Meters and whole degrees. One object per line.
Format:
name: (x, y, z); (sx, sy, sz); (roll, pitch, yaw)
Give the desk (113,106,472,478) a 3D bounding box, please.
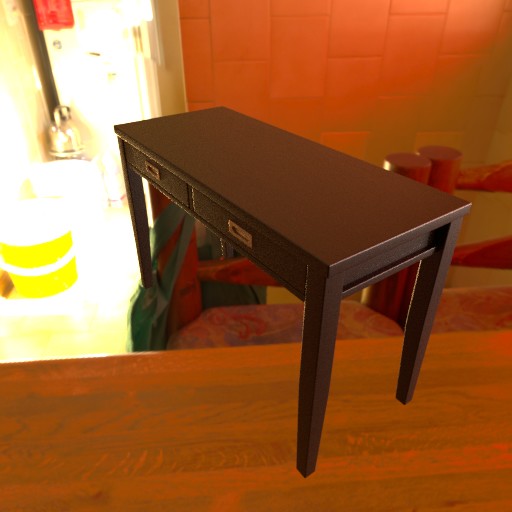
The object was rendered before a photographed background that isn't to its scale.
desk: (0.000, 0.000, 1.650); (0.508, 0.775, 1.220); (-21, 38, -29)
